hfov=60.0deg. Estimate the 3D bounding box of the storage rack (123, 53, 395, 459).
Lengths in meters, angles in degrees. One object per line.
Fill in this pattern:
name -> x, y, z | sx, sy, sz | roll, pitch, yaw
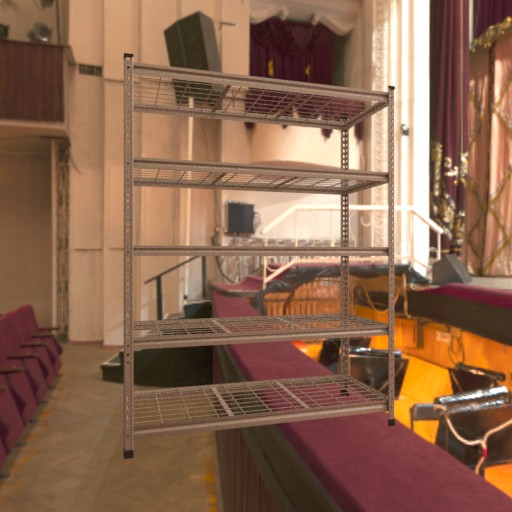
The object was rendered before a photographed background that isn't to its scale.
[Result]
storage rack -> 0.000, 0.000, 2.666 | 1.524, 1.981, 0.610 | 0, 0, -16
